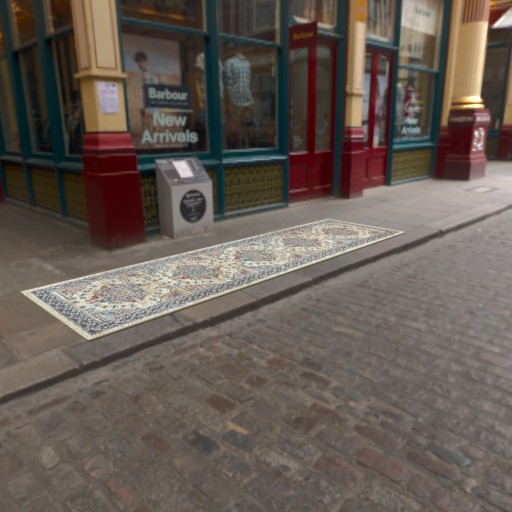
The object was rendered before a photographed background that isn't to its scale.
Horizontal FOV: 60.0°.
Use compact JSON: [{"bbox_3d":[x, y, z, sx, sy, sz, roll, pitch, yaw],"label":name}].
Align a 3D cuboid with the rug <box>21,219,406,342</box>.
[{"bbox_3d":[0.000,0.000,2.521,0.661,0.013,2.297,15,22,42],"label":"rug"}]
